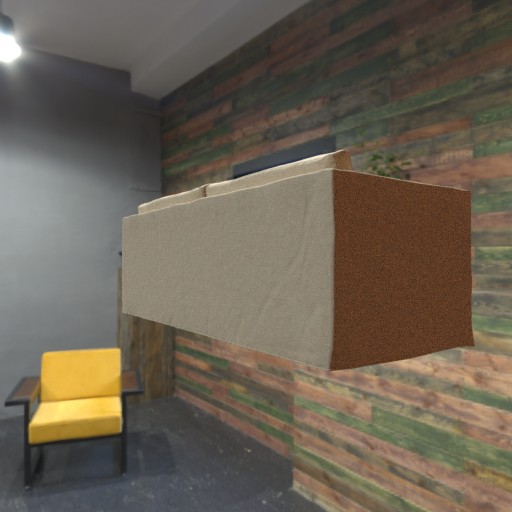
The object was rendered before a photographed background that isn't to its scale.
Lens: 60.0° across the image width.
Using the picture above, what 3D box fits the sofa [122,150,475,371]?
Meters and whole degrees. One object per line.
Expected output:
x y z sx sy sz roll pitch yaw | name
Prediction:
0.000 0.000 2.756 0.962 0.853 2.312 0 -1 -35 | sofa
